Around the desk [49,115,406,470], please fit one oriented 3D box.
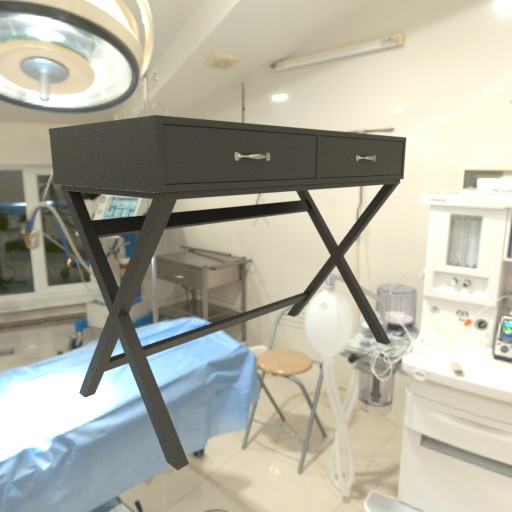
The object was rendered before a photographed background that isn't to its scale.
[{"bbox_3d":[0.000,0.000,1.462,0.525,0.780,1.057,11,16,43],"label":"desk"}]
